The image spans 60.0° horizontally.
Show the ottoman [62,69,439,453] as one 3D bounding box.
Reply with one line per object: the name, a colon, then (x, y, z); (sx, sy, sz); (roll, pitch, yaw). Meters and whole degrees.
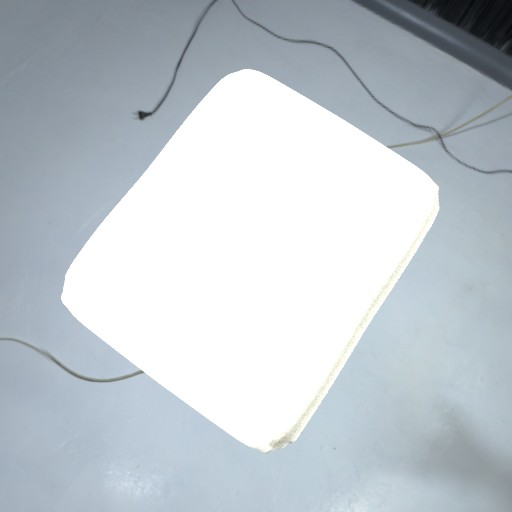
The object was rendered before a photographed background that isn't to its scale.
ottoman: (0.000, 0.000, 1.142); (0.622, 0.450, 0.747); (34, 79, 7)
